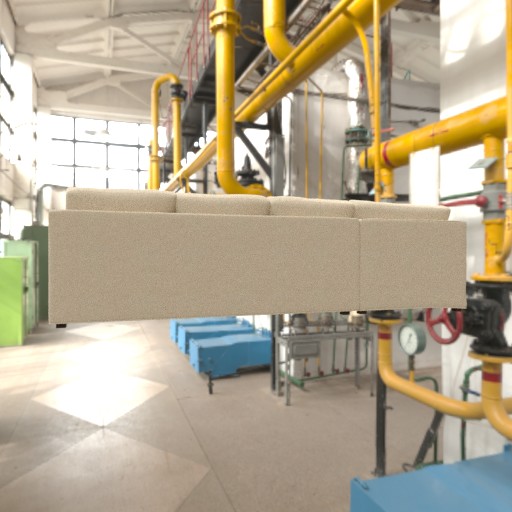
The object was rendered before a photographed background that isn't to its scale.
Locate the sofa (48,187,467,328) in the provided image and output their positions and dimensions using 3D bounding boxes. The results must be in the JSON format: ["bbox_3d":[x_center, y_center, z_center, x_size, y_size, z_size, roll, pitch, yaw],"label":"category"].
[{"bbox_3d":[0.000,0.000,3.951,3.205,0.922,1.650,0,0,-18],"label":"sofa"}]
